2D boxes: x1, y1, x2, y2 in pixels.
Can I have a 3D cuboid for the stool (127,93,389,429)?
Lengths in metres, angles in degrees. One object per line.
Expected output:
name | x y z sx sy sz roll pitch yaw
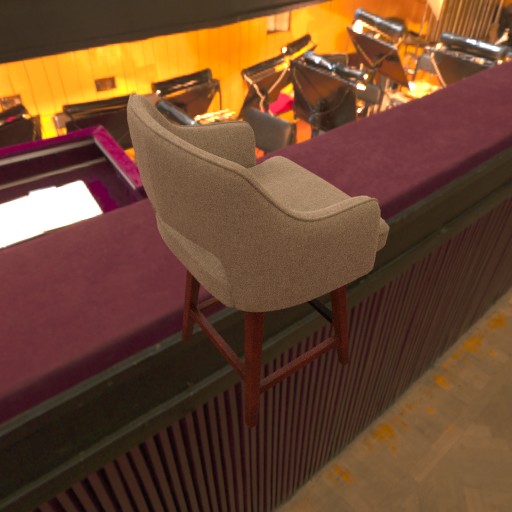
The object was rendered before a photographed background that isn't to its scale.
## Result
stool | 0.000 0.000 1.315 0.558 0.944 0.599 -25 46 -26
